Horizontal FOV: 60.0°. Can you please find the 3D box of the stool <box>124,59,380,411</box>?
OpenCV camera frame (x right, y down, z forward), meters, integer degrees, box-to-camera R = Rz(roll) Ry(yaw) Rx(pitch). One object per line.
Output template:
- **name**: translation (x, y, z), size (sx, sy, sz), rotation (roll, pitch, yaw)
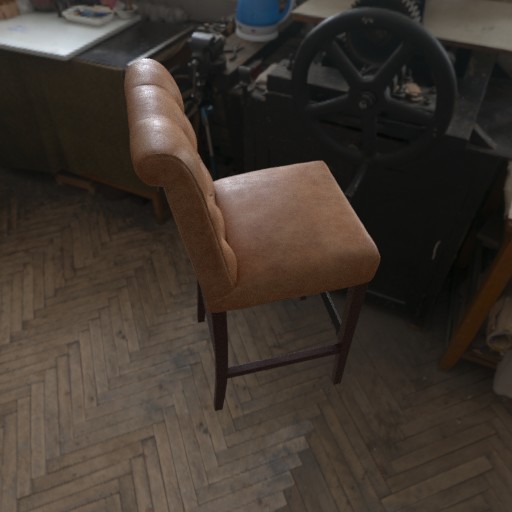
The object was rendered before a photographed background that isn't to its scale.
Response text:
- **stool**: translation (0.000, 0.000, 1.434), size (0.601, 1.140, 0.493), rotation (-10, 47, -10)
